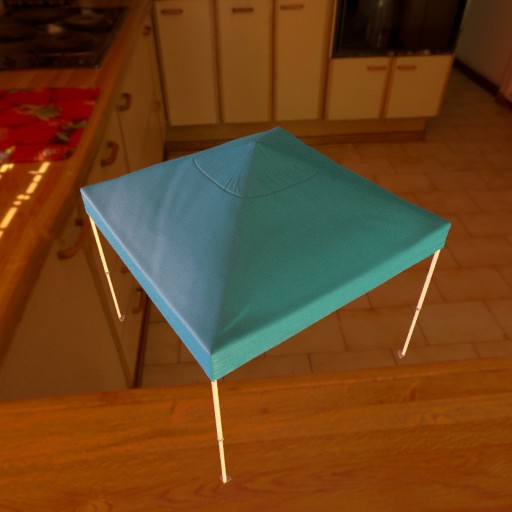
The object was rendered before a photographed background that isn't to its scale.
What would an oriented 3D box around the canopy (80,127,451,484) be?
[{"bbox_3d":[0.000,0.000,5.432,2.998,2.997,2.996,-25,46,-26],"label":"canopy"}]
